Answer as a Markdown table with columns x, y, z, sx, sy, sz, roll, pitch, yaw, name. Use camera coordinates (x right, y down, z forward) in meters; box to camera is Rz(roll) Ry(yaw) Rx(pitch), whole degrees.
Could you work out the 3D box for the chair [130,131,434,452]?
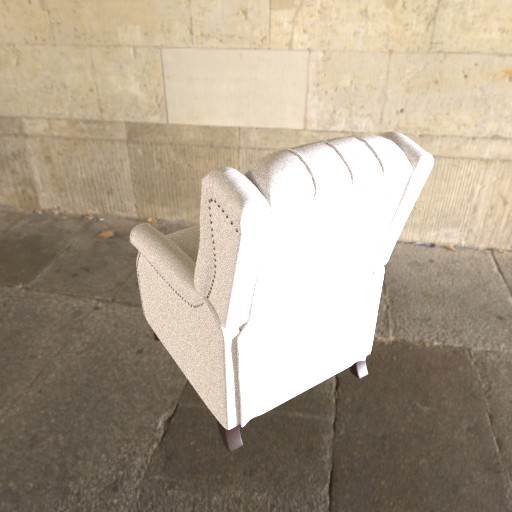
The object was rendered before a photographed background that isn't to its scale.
| x | y | z | sx | sy | sz | roll | pitch | yaw | name |
| --- | --- | --- | --- | --- | --- | --- | --- | --- | --- |
| 0.000 | 0.000 | 1.670 | 0.742 | 1.035 | 0.902 | -19 | 35 | -28 | chair |
